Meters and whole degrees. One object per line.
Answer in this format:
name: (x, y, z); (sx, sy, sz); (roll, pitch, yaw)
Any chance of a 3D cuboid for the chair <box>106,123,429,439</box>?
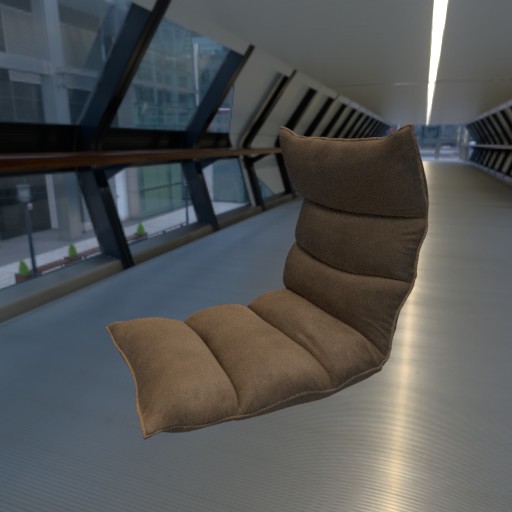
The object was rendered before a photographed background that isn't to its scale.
chair: (0.000, 0.000, 1.563); (0.985, 0.892, 0.714); (-7, 17, -24)
